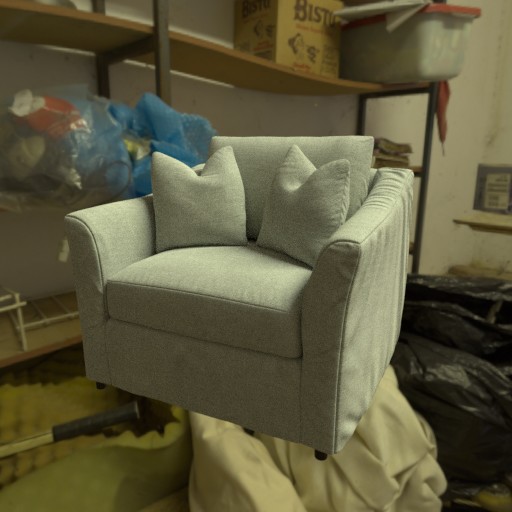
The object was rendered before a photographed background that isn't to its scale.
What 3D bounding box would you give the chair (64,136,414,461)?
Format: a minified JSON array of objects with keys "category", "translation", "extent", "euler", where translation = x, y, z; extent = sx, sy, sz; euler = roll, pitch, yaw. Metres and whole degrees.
[{"category":"chair","translation":[0.000,0.000,1.991],"extent":[1.194,1.059,1.071],"euler":[7,15,26]}]
